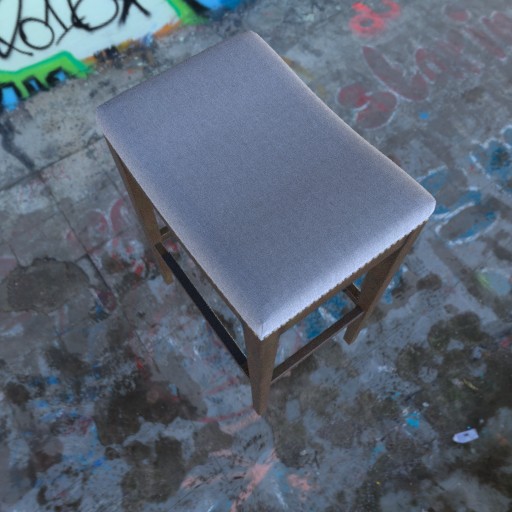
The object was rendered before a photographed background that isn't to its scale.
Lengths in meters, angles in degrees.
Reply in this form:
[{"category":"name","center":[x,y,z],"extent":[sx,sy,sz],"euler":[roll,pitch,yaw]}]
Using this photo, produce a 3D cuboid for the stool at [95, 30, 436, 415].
[{"category":"stool","center":[0.000,0.000,1.022],"extent":[0.356,0.762,0.508],"euler":[-34,69,-15]}]
